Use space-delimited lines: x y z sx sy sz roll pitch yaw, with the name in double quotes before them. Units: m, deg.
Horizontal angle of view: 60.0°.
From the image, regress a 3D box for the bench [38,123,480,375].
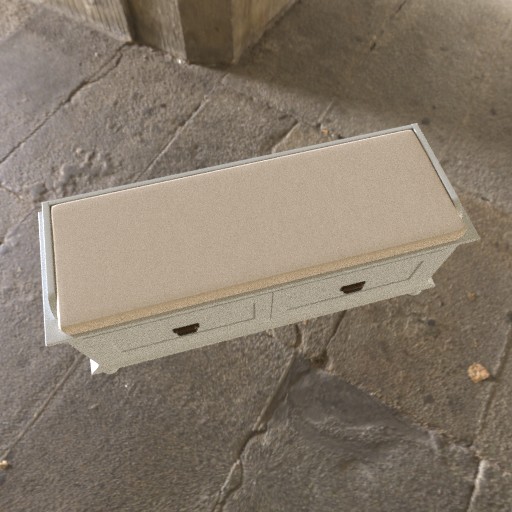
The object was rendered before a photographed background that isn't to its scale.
"bench" 0.000 0.000 1.425 1.185 0.486 0.402 -13 64 -7
